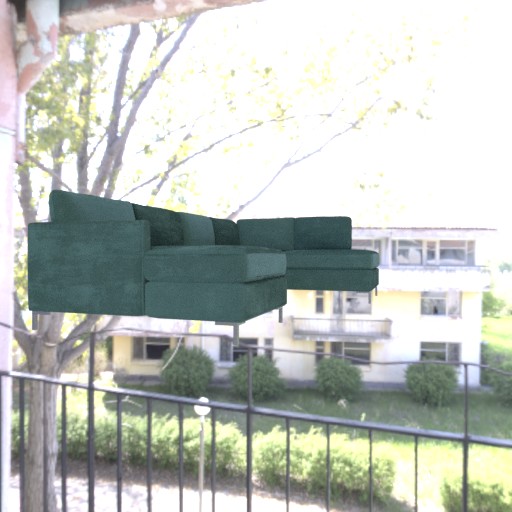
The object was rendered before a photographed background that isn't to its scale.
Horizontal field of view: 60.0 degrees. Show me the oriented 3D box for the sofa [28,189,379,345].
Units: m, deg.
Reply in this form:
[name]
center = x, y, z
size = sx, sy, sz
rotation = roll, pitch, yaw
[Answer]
[sofa]
center = 0.000, 0.000, 4.229
size = 2.055, 0.992, 3.434
rotation = 0, 0, 19
